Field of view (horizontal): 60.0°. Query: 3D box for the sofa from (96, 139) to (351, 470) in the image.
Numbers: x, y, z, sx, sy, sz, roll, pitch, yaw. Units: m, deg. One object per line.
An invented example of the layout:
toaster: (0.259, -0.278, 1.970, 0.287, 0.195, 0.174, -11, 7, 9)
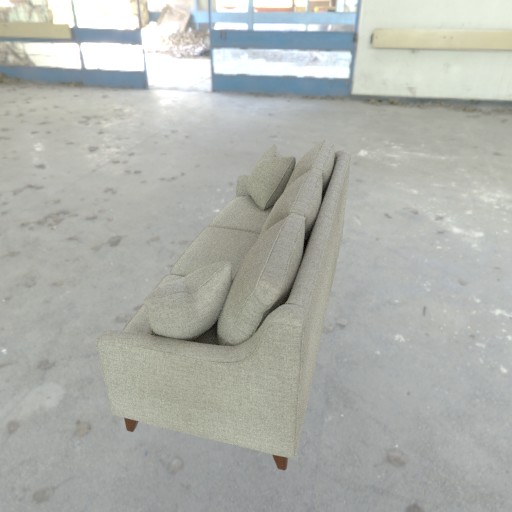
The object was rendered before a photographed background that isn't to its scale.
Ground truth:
sofa: (0.000, 0.000, 2.555, 0.865, 0.914, 2.031, 8, 31, 13)
